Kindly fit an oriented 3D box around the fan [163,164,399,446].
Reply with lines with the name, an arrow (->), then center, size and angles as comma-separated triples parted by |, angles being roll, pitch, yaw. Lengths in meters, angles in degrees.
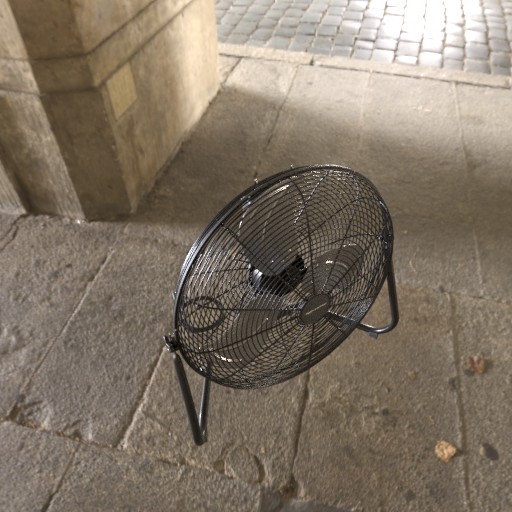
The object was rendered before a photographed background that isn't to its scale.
fan -> 0.000, 0.000, 1.035 | 0.595, 0.605, 0.470 | -25, 52, -21
